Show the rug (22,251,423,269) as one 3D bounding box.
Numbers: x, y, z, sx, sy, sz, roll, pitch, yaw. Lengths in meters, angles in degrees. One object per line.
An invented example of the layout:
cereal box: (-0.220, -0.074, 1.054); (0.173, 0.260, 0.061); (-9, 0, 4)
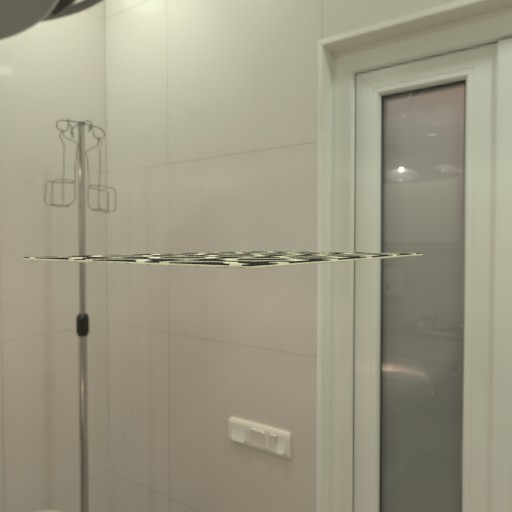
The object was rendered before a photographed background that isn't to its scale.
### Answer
rug: (0.000, 0.000, 2.932); (1.555, 0.016, 2.286); (1, 2, 35)
